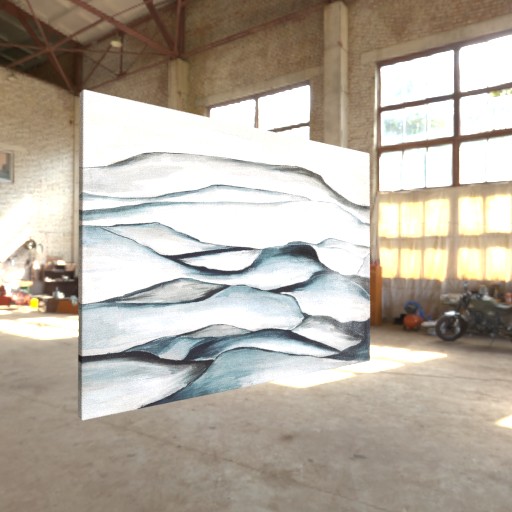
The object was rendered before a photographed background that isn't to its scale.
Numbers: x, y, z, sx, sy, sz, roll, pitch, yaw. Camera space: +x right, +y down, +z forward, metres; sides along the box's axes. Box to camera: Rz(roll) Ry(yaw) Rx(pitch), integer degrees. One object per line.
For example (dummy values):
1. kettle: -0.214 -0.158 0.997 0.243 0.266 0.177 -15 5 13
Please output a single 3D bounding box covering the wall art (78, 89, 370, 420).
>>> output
1. wall art: 0.000 0.000 1.598 1.219 0.915 0.039 1 -1 -37
